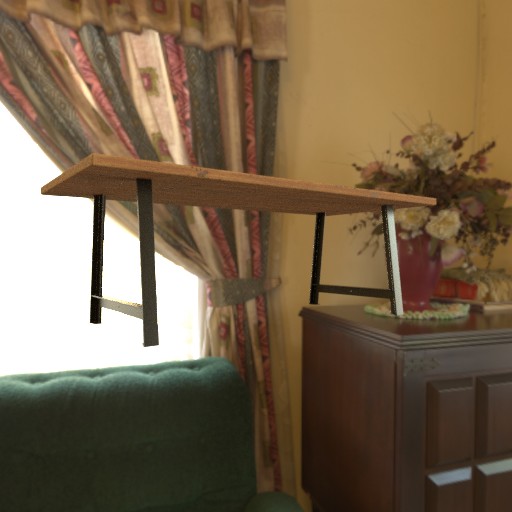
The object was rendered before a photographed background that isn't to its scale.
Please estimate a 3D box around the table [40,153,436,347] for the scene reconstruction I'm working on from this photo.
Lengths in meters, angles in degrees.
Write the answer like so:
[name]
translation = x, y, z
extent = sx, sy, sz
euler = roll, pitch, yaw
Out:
[table]
translation = 0.000, 0.000, 2.671
extent = 2.200, 0.757, 1.000
euler = 0, 0, -36
